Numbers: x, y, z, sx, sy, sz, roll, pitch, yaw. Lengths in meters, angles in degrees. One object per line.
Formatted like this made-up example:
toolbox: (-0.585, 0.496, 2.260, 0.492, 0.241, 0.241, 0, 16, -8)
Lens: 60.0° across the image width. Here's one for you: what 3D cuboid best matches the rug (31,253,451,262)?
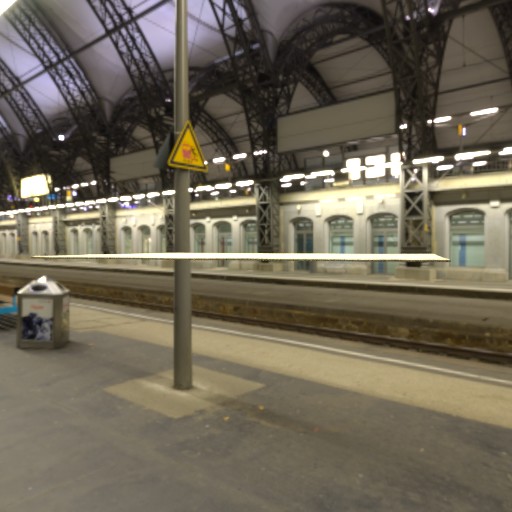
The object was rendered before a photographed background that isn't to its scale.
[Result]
rug: (0.000, 0.000, 2.401, 1.850, 0.015, 1.250, 0, 1, 20)
